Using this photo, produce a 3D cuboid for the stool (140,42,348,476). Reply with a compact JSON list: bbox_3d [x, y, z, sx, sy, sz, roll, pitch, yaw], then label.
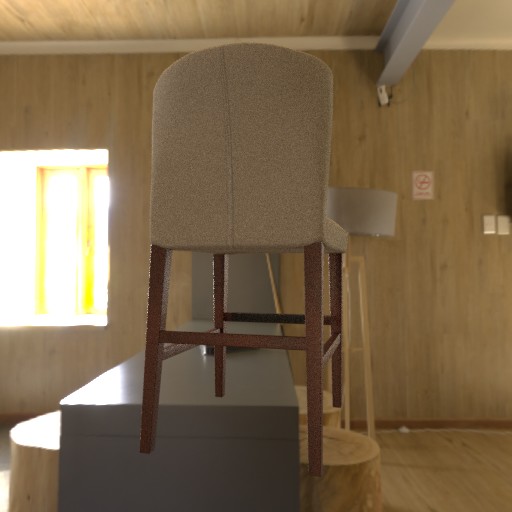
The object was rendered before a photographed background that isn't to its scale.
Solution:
[{"bbox_3d":[0.000,0.000,1.274,0.479,0.968,0.568,0,-1,16],"label":"stool"}]
